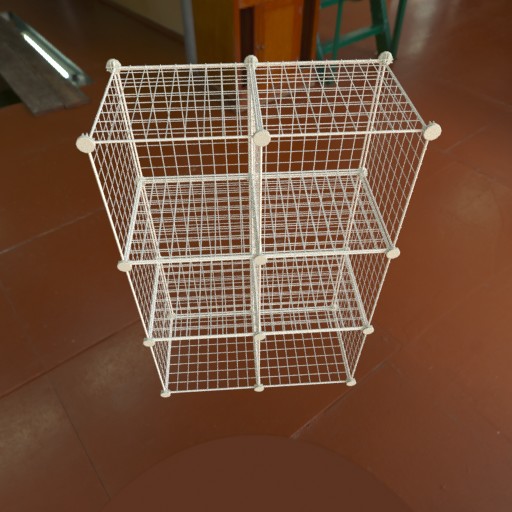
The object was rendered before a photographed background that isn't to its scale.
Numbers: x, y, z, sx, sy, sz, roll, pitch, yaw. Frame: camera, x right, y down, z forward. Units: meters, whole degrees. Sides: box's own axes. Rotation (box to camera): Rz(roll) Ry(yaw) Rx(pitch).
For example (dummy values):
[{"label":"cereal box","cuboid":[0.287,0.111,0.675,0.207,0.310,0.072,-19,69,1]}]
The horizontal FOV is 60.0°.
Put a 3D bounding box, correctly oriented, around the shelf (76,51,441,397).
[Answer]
[{"label":"shelf","cuboid":[0.000,0.000,1.359,0.711,1.067,0.356,-3,46,-3]}]
